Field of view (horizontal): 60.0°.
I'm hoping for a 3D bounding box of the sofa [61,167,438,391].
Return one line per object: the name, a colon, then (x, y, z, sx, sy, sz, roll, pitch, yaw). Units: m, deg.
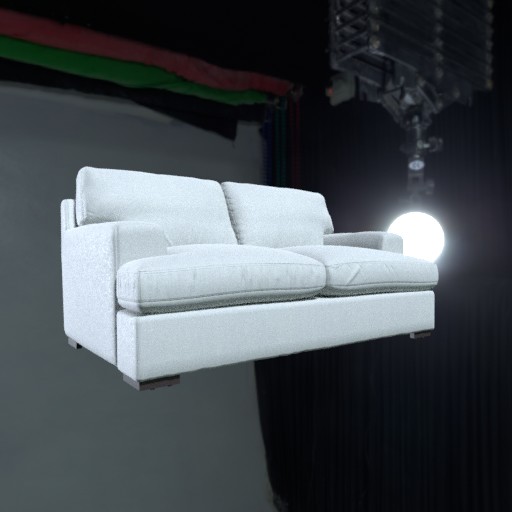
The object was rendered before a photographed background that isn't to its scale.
sofa: (0.000, 0.000, 2.485, 1.880, 0.940, 1.143, 0, 1, -36)
